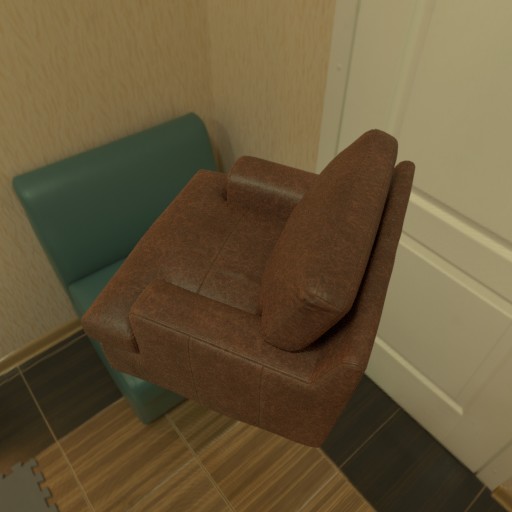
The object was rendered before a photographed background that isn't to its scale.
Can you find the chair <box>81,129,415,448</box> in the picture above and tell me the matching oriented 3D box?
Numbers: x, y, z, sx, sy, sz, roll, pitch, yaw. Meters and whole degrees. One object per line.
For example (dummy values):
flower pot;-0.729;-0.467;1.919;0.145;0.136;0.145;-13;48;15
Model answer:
chair;0.000;0.000;1.993;1.143;0.939;1.168;16;49;14
